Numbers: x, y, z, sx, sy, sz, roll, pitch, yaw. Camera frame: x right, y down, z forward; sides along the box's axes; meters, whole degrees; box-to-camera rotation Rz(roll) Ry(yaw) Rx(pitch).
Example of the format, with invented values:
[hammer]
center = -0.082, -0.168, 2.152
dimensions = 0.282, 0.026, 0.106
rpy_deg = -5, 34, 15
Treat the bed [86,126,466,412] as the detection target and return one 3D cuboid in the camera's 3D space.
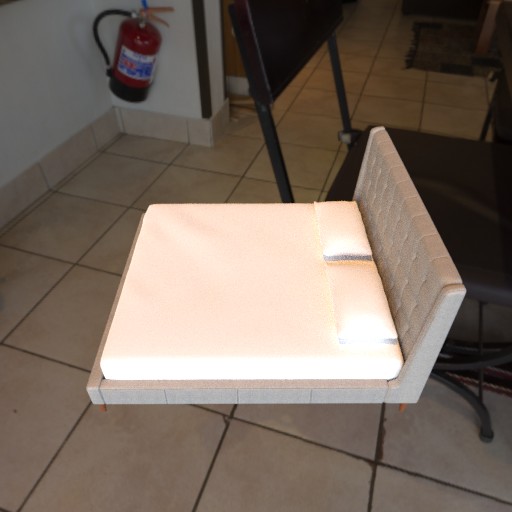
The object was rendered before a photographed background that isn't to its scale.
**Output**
[bed]
center = 0.000, 0.000, 3.599
dimensions = 2.342, 1.289, 2.062
rpy_deg = 0, 41, 0
